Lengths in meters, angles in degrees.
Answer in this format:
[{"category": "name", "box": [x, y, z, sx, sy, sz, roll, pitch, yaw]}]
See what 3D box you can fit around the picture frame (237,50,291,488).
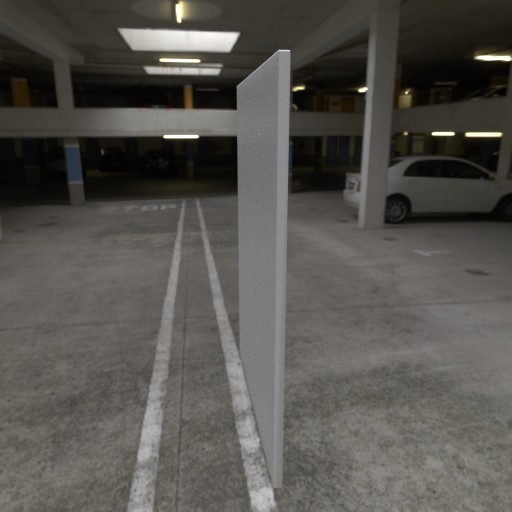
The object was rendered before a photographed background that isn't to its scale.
[{"category": "picture frame", "box": [0.000, 0.000, 0.696, 0.012, 0.534, 0.381, -2, 16, -8]}]
